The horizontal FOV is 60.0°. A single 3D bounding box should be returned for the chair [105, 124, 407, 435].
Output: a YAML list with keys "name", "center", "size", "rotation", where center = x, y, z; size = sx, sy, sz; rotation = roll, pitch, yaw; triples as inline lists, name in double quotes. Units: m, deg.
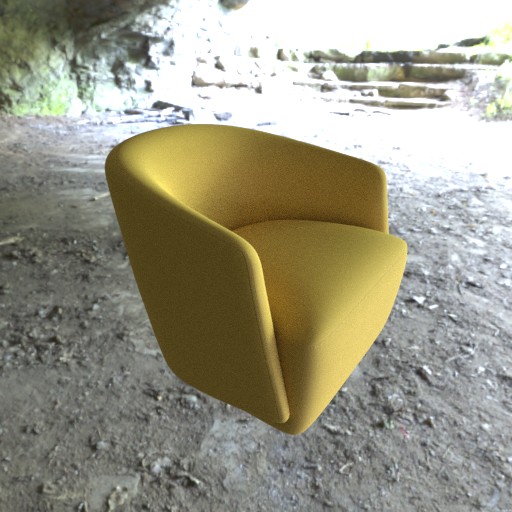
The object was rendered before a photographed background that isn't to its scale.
- name: "chair"
  center: [0.000, 0.000, 1.346]
  size: [0.767, 0.698, 0.773]
  rotation: [16, 30, 31]
